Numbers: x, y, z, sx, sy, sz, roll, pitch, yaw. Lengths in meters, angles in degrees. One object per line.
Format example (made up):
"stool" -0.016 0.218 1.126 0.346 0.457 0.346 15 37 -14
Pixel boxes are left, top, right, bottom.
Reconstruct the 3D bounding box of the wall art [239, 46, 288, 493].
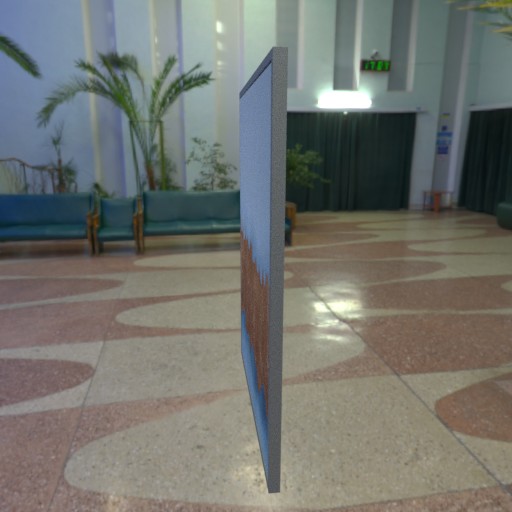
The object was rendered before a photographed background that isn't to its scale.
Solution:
"wall art" 0.000 0.000 1.377 0.034 1.042 0.789 -2 14 -7
